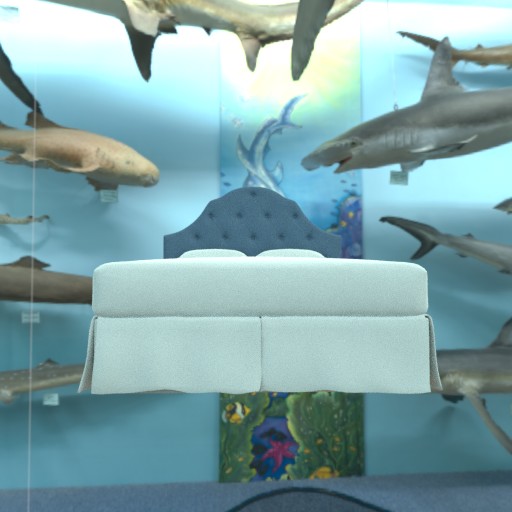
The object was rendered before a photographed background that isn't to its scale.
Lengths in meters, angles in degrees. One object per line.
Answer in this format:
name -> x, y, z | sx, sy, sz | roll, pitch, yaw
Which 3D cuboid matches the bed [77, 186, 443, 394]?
bed -> 0.000, 0.000, 3.678 | 2.039, 1.617, 2.477 | 0, -2, -2
